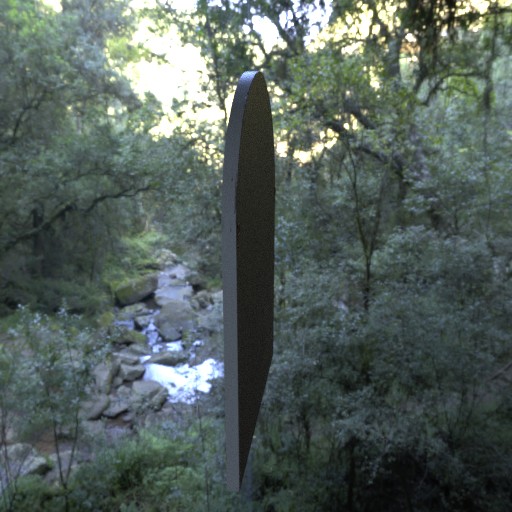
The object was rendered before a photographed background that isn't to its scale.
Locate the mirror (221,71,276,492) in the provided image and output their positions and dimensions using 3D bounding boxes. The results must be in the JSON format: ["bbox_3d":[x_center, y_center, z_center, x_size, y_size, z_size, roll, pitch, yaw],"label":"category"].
[{"bbox_3d":[0.000,0.000,1.190,0.032,0.920,0.660,2,15,8],"label":"mirror"}]
